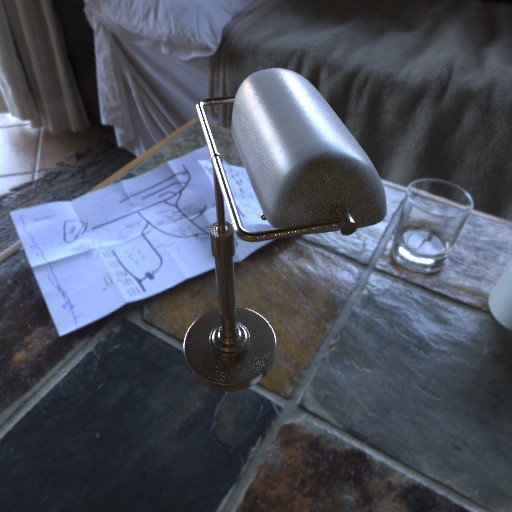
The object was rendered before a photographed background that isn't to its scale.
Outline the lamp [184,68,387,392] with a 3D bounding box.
[{"bbox_3d":[0.000,0.000,0.568,0.227,0.404,0.269,-10,46,-10],"label":"lamp"}]
